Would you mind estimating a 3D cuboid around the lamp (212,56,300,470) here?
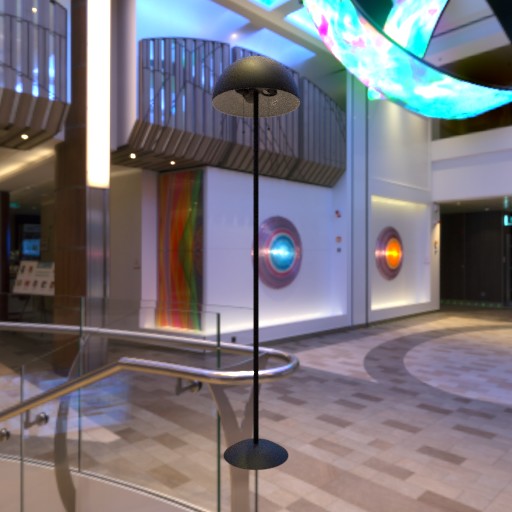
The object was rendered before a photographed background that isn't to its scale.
[{"bbox_3d":[0.000,0.000,1.653,0.328,1.480,0.328,0,0,0],"label":"lamp"}]
